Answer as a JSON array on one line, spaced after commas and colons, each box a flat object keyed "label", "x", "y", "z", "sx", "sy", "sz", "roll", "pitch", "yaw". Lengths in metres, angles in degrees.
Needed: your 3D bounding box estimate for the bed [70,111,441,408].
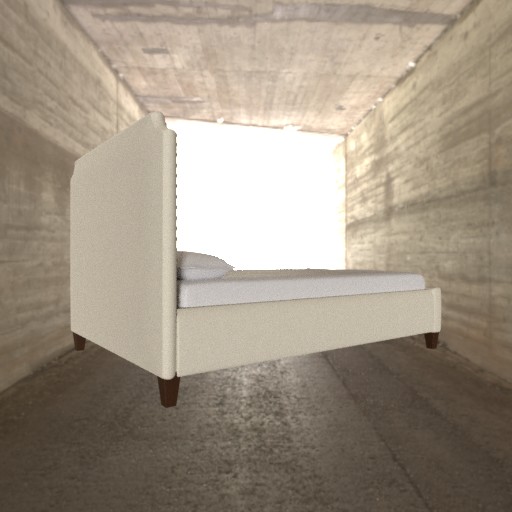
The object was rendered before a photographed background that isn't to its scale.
[{"label": "bed", "x": 0.000, "y": 0.000, "z": 3.426, "sx": 2.372, "sy": 1.443, "sz": 1.712, "roll": 0, "pitch": 0, "yaw": -36}]
